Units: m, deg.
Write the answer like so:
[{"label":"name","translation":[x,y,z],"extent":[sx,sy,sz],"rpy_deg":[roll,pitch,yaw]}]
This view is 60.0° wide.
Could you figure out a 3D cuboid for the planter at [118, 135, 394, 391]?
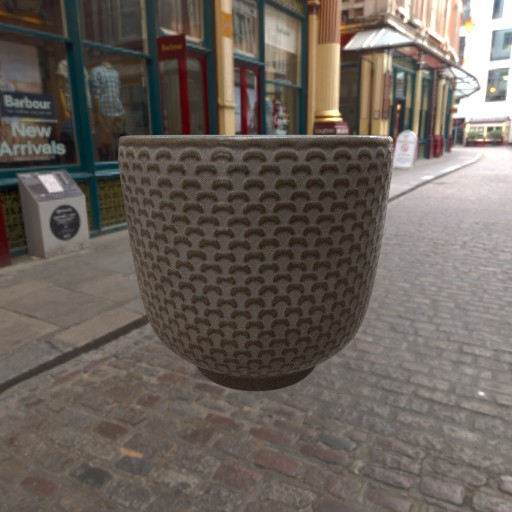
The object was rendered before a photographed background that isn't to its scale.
[{"label":"planter","translation":[0.000,0.000,0.307],"extent":[0.173,0.160,0.173],"rpy_deg":[0,15,0]}]
